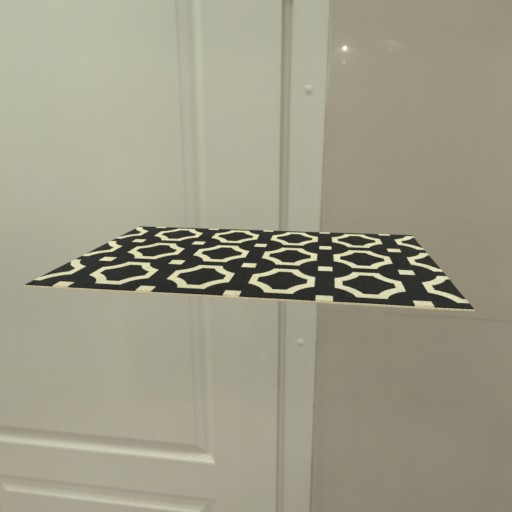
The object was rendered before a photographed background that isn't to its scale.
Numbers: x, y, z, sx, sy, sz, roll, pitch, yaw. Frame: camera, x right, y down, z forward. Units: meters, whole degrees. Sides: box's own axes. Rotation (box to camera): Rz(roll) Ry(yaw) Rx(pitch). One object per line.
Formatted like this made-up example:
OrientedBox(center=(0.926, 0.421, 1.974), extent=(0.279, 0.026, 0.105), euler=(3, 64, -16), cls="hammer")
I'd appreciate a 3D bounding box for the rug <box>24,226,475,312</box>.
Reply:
OrientedBox(center=(0.000, 0.000, 2.950), extent=(2.286, 0.016, 1.555), euler=(2, 16, 8), cls="rug")
